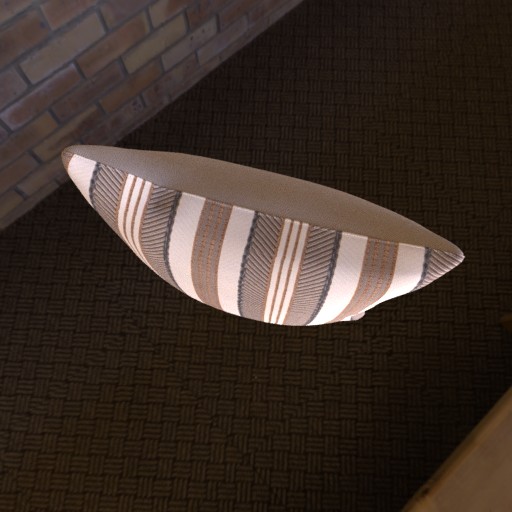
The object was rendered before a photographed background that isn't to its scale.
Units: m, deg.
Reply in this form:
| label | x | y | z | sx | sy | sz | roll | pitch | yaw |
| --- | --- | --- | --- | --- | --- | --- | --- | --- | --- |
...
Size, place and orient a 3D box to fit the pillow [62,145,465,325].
| label | x | y | z | sx | sy | sz | roll | pitch | yaw |
| --- | --- | --- | --- | --- | --- | --- | --- | --- | --- |
| pillow | 0.000 | 0.000 | 0.628 | 0.416 | 0.401 | 0.173 | 15 | 75 | 4 |
